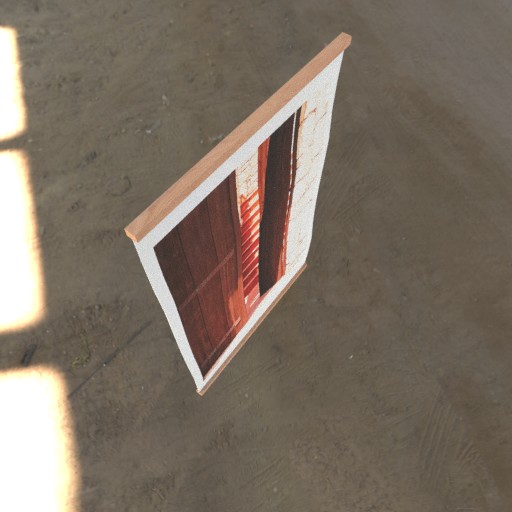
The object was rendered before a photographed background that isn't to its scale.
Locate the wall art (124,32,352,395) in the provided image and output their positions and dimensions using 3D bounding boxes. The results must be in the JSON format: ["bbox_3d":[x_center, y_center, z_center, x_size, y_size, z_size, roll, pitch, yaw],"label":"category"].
[{"bbox_3d":[0.000,0.000,0.638,0.012,0.508,0.332,33,64,18],"label":"wall art"}]
